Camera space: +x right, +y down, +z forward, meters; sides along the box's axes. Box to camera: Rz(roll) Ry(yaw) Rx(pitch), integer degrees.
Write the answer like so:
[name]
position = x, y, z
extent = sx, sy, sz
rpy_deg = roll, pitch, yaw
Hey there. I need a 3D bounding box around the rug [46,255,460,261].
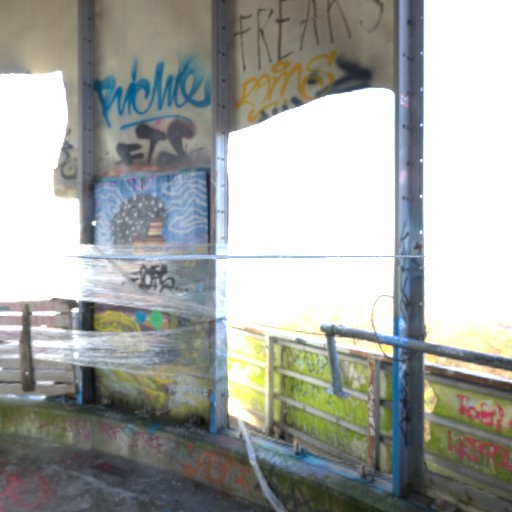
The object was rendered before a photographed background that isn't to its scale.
[rug]
position = 0.000, 0.000, 2.791
extent = 2.133, 0.013, 1.522
rpy_deg = 0, 1, -37
